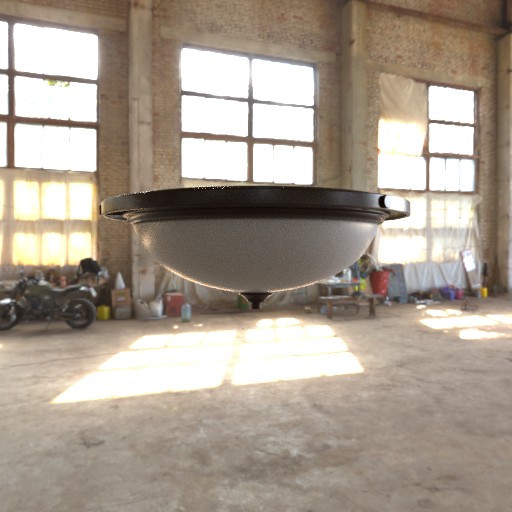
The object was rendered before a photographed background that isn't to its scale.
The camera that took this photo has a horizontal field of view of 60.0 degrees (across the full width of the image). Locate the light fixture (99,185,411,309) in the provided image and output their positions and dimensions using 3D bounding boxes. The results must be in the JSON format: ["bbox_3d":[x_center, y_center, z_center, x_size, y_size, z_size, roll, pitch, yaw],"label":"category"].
[{"bbox_3d":[0.000,0.000,0.549,0.361,0.130,0.361,0,1,0],"label":"light fixture"}]
